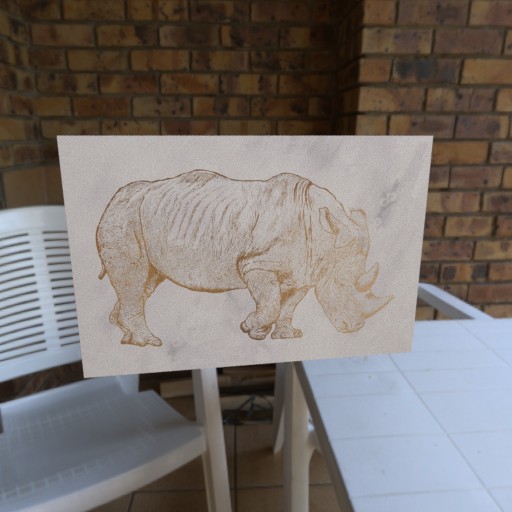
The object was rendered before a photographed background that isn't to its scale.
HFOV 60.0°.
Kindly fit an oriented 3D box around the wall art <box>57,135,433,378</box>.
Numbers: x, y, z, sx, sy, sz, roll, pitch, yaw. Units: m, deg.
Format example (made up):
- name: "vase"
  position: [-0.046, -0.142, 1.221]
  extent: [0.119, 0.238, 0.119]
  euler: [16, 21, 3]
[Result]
- name: "wall art"
  position: [0.000, 0.000, 1.166]
  extent: [0.915, 0.610, 0.038]
  euler: [-2, 15, -9]
